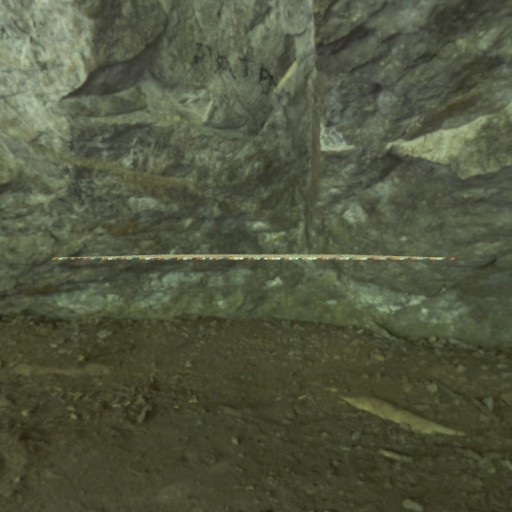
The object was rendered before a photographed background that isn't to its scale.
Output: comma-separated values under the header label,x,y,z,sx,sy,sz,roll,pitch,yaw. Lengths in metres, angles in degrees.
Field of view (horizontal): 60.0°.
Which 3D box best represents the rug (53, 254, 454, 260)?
label,x,y,z,sx,sy,sz,roll,pitch,yaw
rug,0.000,0.000,4.316,2.439,0.015,3.274,0,1,1
